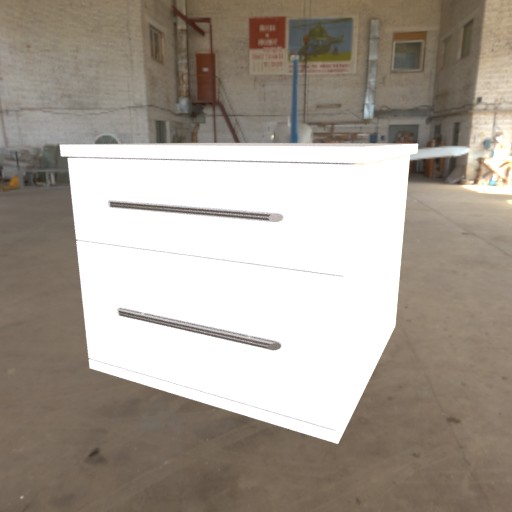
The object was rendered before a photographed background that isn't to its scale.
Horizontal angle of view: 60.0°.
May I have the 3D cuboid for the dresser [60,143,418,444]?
[{"bbox_3d":[0.000,0.000,0.735,0.430,0.360,0.400,7,16,26],"label":"dresser"}]
